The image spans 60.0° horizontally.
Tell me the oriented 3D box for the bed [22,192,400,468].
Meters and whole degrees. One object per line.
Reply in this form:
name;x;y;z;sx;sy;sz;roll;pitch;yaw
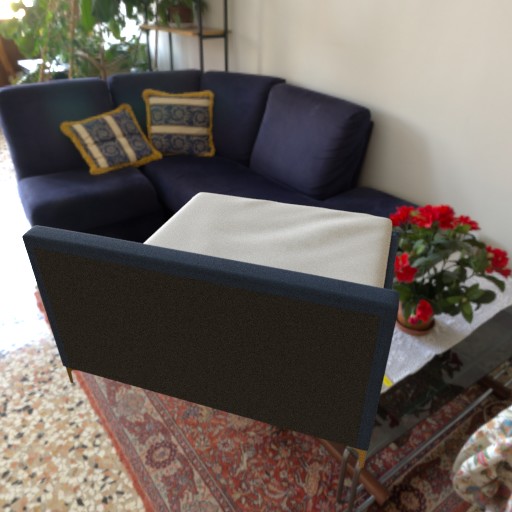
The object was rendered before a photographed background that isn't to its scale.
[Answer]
bed;0.000;0.000;3.437;2.096;1.231;2.232;10;33;16
